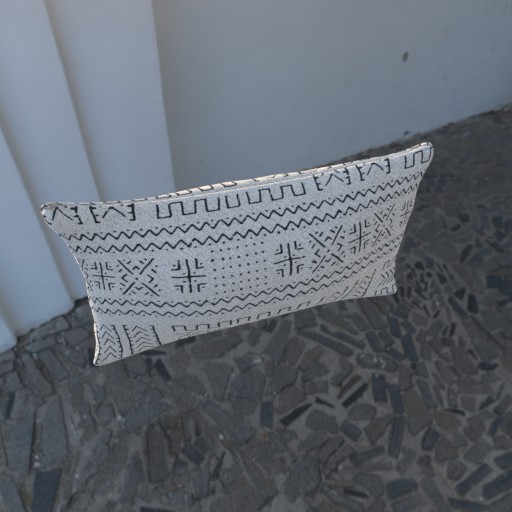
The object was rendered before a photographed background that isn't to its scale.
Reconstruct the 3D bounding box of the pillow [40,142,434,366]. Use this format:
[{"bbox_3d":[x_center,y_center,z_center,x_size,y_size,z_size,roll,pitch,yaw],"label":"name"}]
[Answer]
[{"bbox_3d":[0.000,0.000,0.795,0.637,0.352,0.188,-12,42,-14],"label":"pillow"}]
